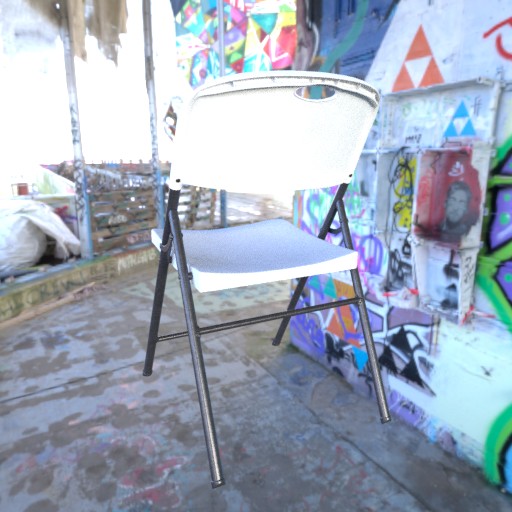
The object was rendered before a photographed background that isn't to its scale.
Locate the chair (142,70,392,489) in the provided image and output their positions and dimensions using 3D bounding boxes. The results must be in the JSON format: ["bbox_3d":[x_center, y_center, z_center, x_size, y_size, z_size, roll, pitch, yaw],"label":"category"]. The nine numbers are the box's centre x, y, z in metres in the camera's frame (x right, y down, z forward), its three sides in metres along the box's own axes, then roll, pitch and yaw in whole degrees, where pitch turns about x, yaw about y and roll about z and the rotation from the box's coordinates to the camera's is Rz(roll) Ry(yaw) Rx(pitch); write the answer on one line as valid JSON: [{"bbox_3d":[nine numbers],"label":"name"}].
[{"bbox_3d":[0.000,0.000,1.147,0.494,0.810,0.566,-7,15,-28],"label":"chair"}]
